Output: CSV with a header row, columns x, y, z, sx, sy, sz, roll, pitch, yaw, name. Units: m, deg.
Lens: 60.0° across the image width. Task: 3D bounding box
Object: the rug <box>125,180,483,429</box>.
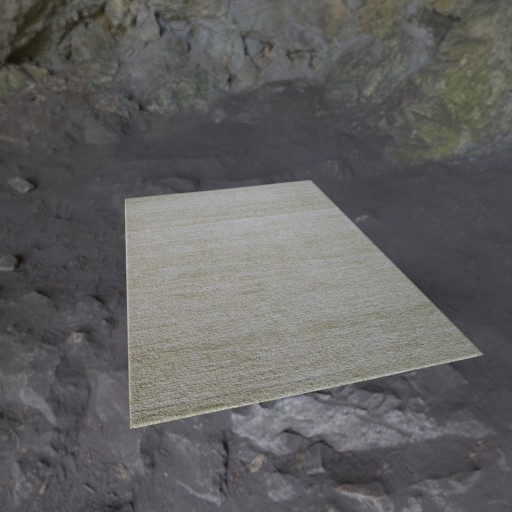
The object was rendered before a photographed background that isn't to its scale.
x,y,z,sx,sy,sz,roll,pitch,yaw,name
0.000,0.000,2.835,1.606,0.017,2.270,-8,32,-13,rug
